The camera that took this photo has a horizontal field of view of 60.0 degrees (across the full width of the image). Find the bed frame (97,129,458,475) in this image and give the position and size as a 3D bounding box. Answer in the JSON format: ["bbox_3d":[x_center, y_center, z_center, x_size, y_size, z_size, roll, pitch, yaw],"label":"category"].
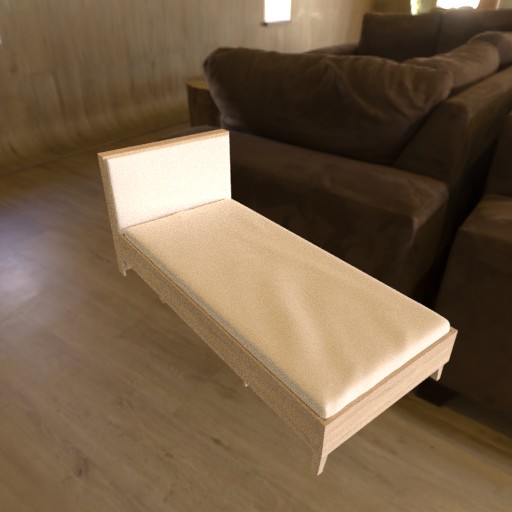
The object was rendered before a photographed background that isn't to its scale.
[{"bbox_3d":[0.000,0.000,2.687,0.990,0.920,2.140,-22,37,-32],"label":"bed frame"}]
